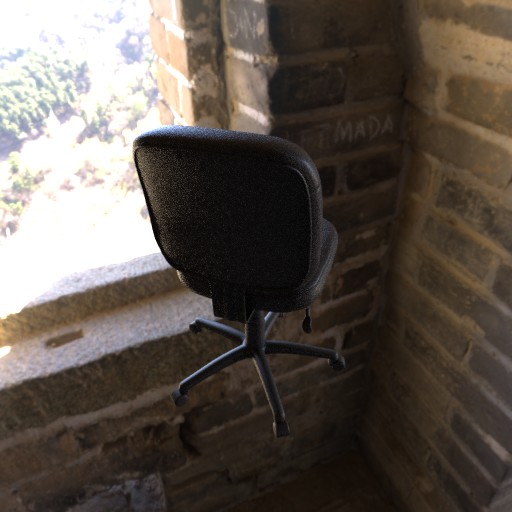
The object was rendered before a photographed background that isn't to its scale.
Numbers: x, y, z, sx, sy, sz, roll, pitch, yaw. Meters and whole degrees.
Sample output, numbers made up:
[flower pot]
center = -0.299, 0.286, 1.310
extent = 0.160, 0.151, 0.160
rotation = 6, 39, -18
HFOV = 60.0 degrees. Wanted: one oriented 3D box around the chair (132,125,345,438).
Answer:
[chair]
center = 0.000, 0.000, 1.431
extent = 0.647, 0.959, 0.646
rotation = 11, 33, 17
